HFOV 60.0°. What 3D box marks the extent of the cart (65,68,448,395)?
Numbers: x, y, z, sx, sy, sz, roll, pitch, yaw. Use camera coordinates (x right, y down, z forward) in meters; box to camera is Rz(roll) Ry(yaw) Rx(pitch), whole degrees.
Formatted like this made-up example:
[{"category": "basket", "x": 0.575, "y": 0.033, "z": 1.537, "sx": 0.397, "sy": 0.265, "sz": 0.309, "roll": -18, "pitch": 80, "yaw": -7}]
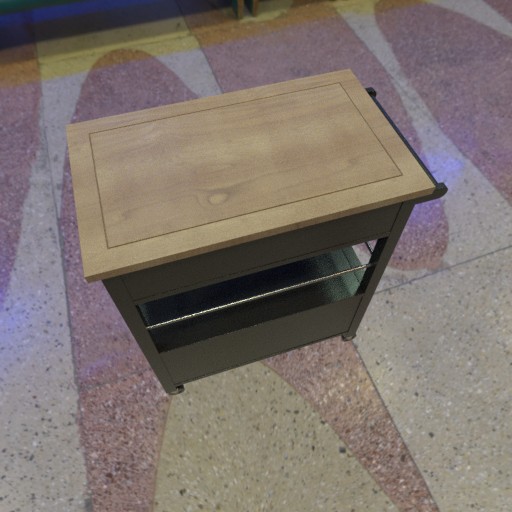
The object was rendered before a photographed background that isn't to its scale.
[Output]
[{"category": "cart", "x": 0.000, "y": 0.000, "z": 1.417, "sx": 0.840, "sy": 0.901, "sz": 0.459, "roll": -15, "pitch": 58, "yaw": -10}]
